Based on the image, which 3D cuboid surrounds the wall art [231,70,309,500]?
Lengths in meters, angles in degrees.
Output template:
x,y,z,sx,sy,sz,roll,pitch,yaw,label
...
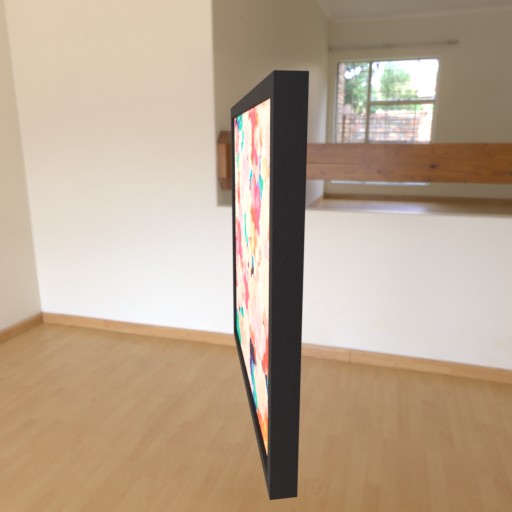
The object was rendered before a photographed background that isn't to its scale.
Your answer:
x,y,z,sx,sy,sz,roll,pitch,yaw,label
0.000,0.000,0.739,0.036,0.503,0.506,-2,15,-8,wall art
